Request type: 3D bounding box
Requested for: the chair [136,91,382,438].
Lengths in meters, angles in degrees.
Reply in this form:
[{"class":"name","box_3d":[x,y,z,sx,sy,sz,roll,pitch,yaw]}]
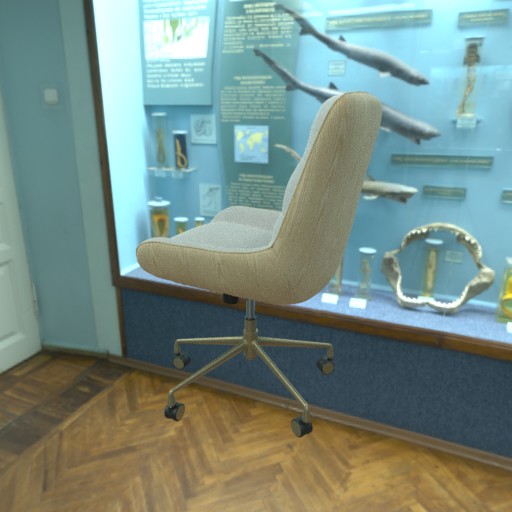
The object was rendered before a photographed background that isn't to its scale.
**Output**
[{"class":"chair","box_3d":[0.000,0.000,1.386,0.668,0.952,0.564,8,20,24]}]
